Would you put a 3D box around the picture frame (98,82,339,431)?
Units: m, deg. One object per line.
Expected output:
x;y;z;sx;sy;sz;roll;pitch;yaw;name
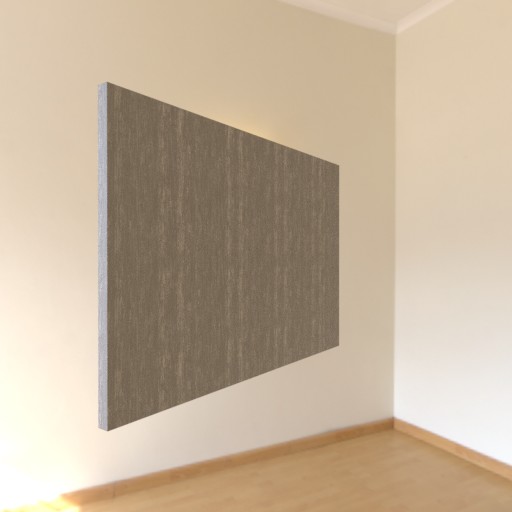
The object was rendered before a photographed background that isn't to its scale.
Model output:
0.000;0.000;1.201;0.029;0.640;0.950;0;0;37;picture frame
